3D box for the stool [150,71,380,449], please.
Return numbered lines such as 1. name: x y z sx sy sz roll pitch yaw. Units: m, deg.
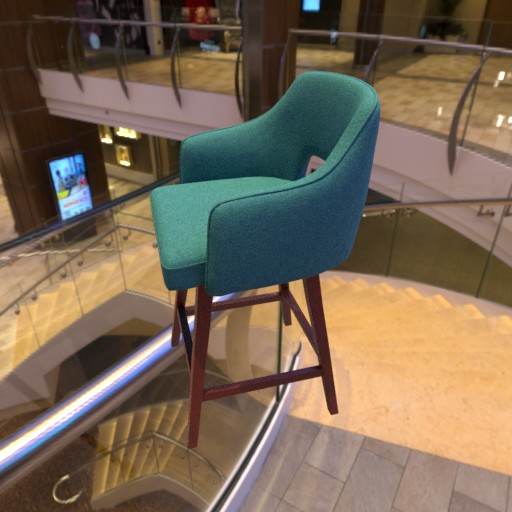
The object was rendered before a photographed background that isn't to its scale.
1. stool: 0.000 0.000 1.304 0.556 0.961 0.548 -8 32 -13
